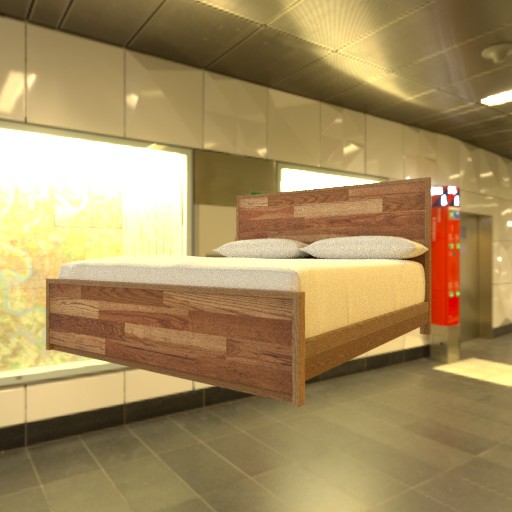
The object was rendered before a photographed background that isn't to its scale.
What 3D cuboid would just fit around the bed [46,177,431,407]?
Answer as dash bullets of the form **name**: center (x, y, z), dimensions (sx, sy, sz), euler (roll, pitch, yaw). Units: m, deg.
- **bed**: center (0.000, 0.000, 3.370), dimensions (2.013, 1.295, 2.184), euler (0, 0, 35)
